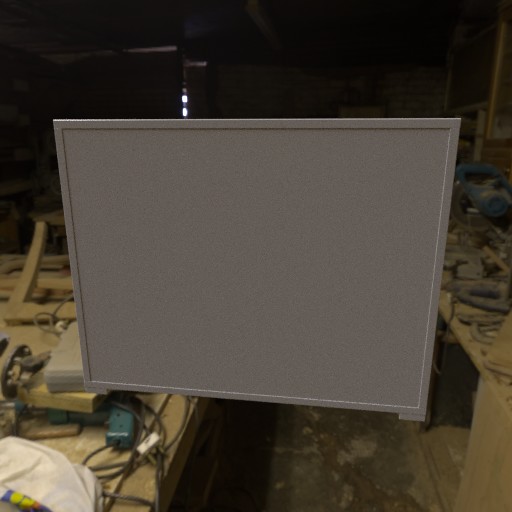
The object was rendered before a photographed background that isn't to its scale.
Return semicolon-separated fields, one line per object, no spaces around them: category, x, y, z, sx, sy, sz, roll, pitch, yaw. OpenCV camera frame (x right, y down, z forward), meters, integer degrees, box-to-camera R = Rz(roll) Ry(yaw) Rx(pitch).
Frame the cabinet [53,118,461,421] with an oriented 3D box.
cabinet;0.000;0.000;1.374;1.000;0.800;0.400;2;16;8
